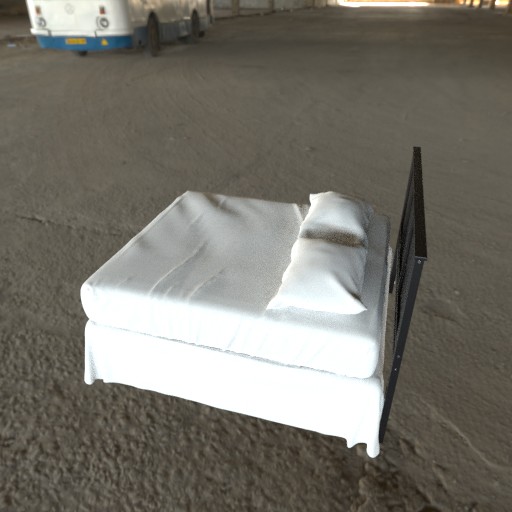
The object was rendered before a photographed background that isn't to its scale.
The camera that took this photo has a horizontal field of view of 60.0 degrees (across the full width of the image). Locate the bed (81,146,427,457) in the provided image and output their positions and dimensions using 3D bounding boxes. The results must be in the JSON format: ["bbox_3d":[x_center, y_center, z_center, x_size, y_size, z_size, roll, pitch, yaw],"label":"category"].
[{"bbox_3d":[0.000,0.000,3.148,2.050,1.270,1.870,9,32,14],"label":"bed"}]
